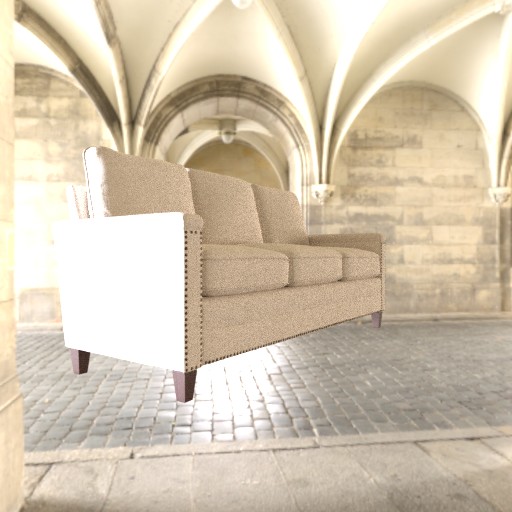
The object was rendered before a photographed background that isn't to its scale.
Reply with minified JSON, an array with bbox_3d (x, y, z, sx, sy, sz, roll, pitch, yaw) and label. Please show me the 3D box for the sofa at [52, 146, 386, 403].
[{"bbox_3d":[0.000,0.000,2.426,0.828,0.961,1.925,0,0,35],"label":"sofa"}]
